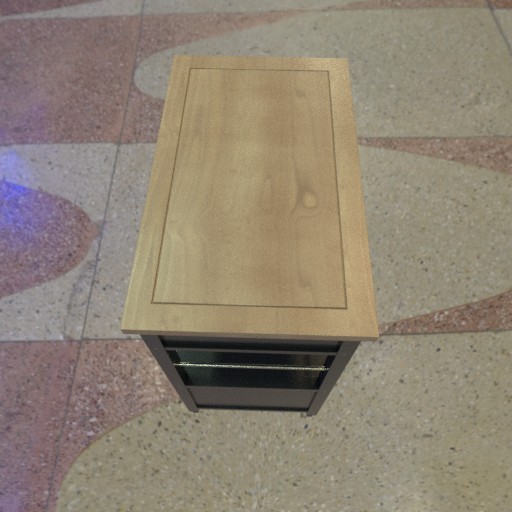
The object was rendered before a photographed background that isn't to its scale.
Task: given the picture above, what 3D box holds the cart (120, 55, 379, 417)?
[{"bbox_3d":[0.000,0.000,1.379,0.459,0.901,0.840,2,60,1],"label":"cart"}]
